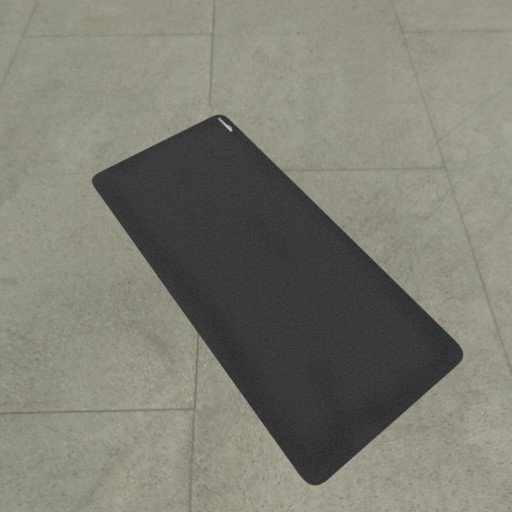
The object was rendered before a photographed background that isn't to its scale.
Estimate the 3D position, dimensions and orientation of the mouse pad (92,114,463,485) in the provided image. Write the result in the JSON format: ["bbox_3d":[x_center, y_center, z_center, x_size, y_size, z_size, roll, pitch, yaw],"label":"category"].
[{"bbox_3d":[0.000,0.000,1.037,0.424,0.003,0.907,-32,64,-18],"label":"mouse pad"}]
